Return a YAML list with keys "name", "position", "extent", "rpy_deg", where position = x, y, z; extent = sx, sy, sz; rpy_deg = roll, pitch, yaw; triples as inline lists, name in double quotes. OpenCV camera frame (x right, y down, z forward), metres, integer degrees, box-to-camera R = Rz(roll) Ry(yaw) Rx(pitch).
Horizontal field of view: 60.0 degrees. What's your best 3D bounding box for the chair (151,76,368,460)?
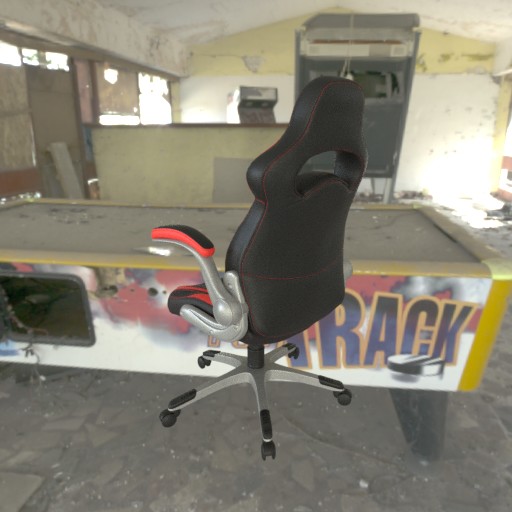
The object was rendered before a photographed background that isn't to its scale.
- name: "chair"
  position: [0.000, 0.000, 1.608]
  extent: [0.758, 1.165, 0.712]
  rpy_deg: [-15, 22, -43]
